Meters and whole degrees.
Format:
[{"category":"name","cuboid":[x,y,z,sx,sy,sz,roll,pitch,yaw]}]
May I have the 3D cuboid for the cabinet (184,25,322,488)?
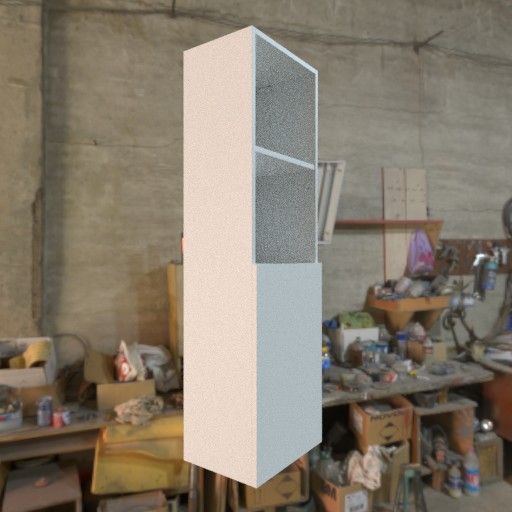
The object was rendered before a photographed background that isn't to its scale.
[{"category":"cabinet","cuboid":[0.000,0.000,1.537,0.300,1.350,0.400,0,0,36]}]
